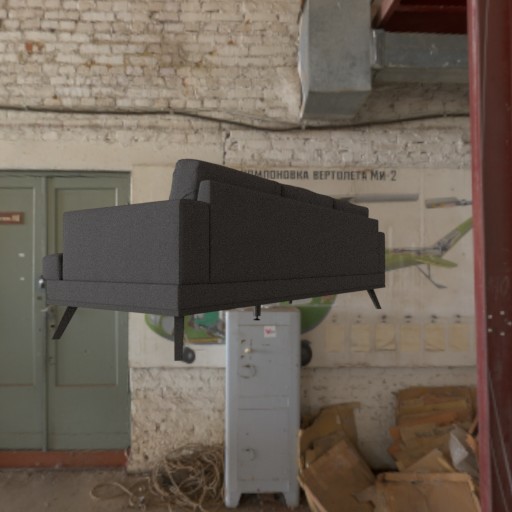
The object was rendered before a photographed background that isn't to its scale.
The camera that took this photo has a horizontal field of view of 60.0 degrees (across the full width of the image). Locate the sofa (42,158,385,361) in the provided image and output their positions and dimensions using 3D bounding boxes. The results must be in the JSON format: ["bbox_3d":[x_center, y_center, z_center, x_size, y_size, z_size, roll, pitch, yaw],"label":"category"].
[{"bbox_3d":[0.000,0.000,2.801,0.920,0.810,2.310,-1,-1,34],"label":"sofa"}]
